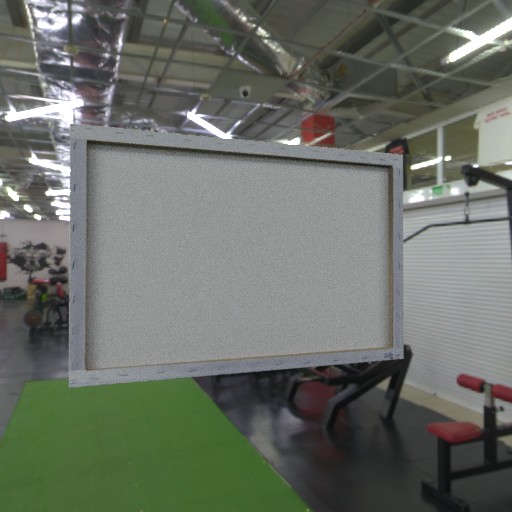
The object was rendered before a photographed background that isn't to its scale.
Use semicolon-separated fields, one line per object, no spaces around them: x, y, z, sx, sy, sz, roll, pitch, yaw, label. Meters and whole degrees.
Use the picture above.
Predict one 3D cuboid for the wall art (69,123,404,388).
0.000;0.000;1.473;1.143;0.757;0.038;0;-1;-19;wall art
